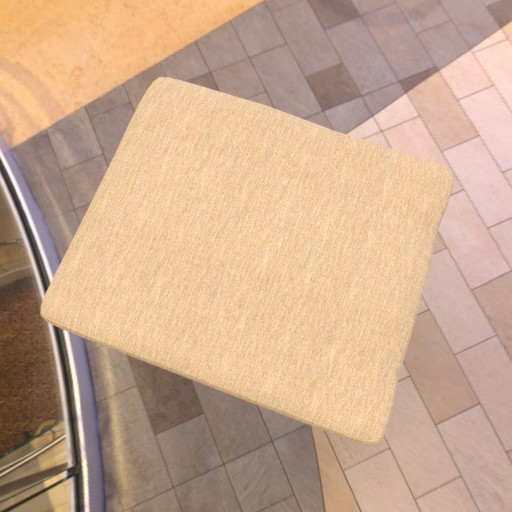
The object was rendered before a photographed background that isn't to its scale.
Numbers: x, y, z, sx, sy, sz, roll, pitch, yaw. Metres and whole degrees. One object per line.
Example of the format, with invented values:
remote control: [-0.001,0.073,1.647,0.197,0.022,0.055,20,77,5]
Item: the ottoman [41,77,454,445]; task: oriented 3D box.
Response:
ottoman: [0.000,0.000,1.429,0.976,0.492,0.836,20,76,5]
